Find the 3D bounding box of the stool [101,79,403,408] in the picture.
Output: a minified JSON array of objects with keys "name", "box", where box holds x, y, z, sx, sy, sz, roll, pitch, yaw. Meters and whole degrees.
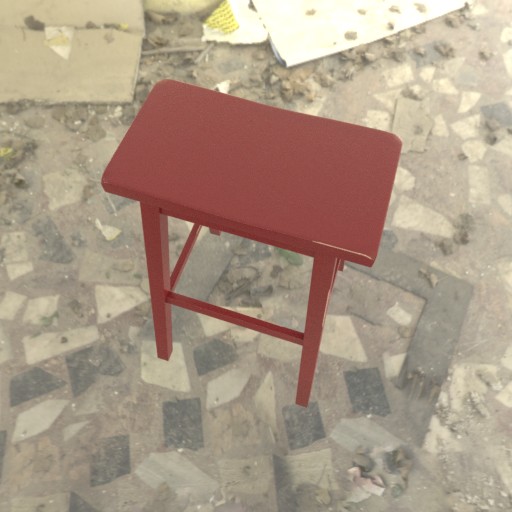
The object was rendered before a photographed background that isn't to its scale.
[{"name":"stool","box":[0.000,0.000,1.050,0.457,0.737,0.476,16,65,8]}]
